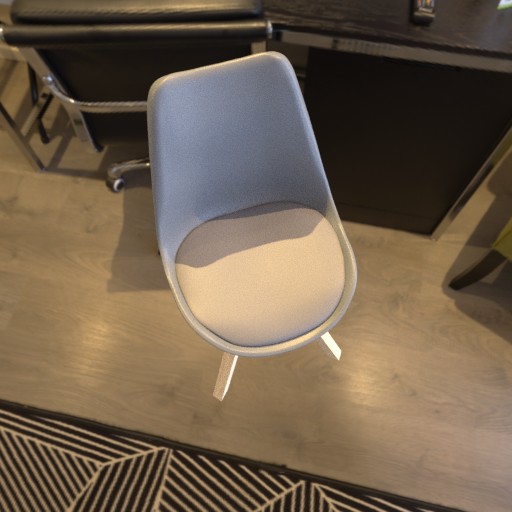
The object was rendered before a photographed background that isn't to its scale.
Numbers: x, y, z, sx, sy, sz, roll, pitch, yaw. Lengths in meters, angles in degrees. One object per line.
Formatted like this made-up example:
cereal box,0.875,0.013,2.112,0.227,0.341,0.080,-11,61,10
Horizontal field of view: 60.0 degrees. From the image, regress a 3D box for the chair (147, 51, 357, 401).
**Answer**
chair,0.000,0.000,1.205,0.485,0.850,0.550,-17,65,-8
